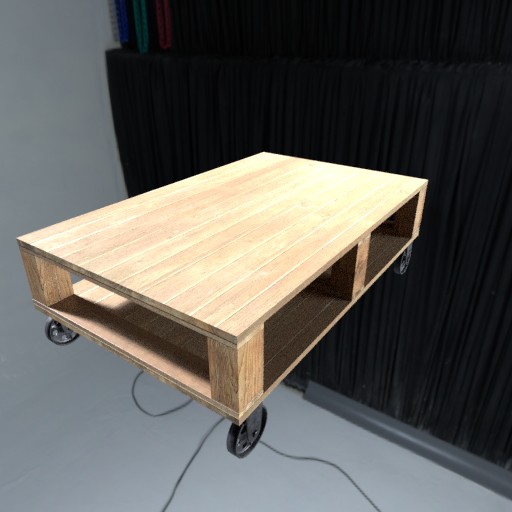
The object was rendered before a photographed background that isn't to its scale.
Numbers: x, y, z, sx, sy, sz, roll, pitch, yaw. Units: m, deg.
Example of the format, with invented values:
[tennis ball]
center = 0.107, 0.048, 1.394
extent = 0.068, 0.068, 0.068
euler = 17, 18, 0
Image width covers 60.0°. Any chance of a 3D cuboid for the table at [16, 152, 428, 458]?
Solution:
[table]
center = 0.000, 0.000, 1.670
extent = 0.827, 0.413, 1.299
euler = 18, 32, 31
